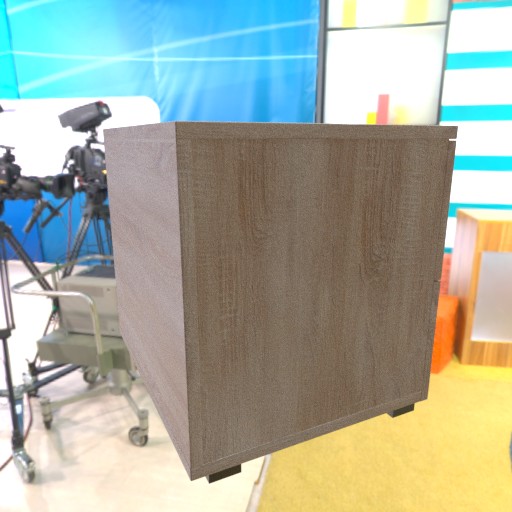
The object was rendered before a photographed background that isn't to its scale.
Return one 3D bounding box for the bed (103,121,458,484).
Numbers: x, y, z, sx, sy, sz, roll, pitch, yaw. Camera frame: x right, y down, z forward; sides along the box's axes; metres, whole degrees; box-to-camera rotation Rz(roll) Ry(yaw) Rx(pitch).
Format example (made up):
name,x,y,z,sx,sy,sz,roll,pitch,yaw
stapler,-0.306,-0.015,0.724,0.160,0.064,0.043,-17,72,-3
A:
name,x,y,z,sx,sy,sz,roll,pitch,yaw
bed,0.000,0.000,0.755,0.401,0.420,0.460,-7,17,-26
